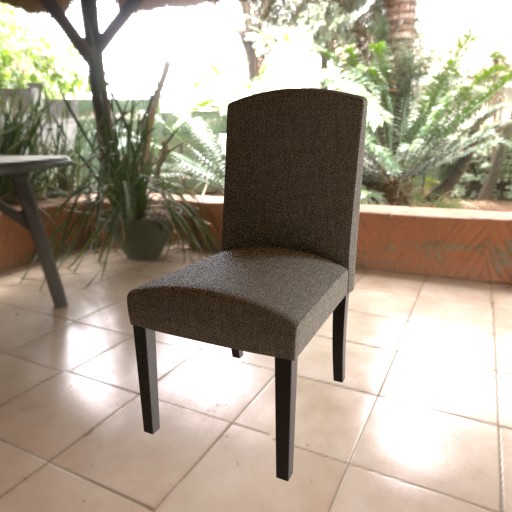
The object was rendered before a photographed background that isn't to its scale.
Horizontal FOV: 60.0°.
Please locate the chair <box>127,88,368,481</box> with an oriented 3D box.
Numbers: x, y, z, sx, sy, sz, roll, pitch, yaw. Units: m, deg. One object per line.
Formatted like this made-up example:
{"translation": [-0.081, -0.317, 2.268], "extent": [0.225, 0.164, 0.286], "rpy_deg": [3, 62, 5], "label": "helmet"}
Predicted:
{"translation": [0.000, 0.000, 1.217], "extent": [0.451, 0.917, 0.580], "rpy_deg": [7, 16, 25], "label": "chair"}
